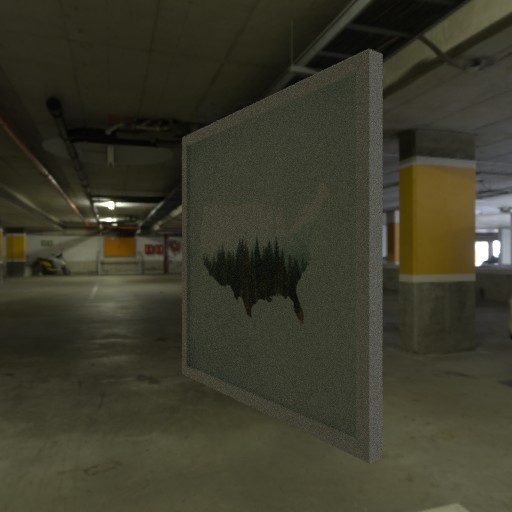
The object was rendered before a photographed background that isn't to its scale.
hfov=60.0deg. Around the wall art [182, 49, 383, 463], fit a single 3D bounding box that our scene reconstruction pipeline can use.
[{"bbox_3d":[0.000,0.000,1.134,0.038,0.762,0.762,0,0,-36],"label":"wall art"}]
